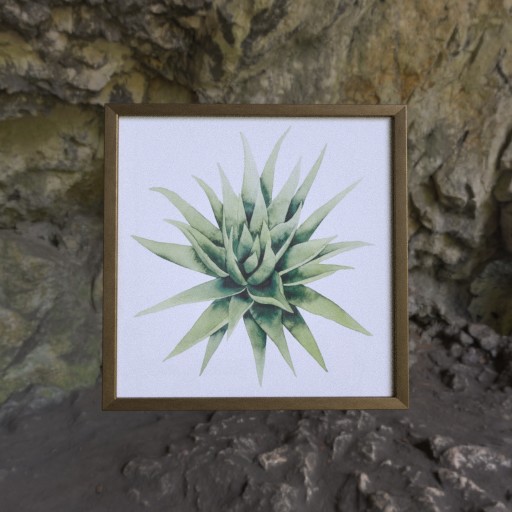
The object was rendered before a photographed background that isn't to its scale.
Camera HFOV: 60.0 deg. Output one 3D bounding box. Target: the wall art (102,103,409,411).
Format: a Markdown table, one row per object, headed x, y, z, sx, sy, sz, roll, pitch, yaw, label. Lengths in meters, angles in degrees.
| x | y | z | sx | sy | sz | roll | pitch | yaw | label |
| --- | --- | --- | --- | --- | --- | --- | --- | --- | --- |
| 0.000 | 0.000 | 0.746 | 0.503 | 0.506 | 0.030 | 0 | -1 | -1 | wall art |
